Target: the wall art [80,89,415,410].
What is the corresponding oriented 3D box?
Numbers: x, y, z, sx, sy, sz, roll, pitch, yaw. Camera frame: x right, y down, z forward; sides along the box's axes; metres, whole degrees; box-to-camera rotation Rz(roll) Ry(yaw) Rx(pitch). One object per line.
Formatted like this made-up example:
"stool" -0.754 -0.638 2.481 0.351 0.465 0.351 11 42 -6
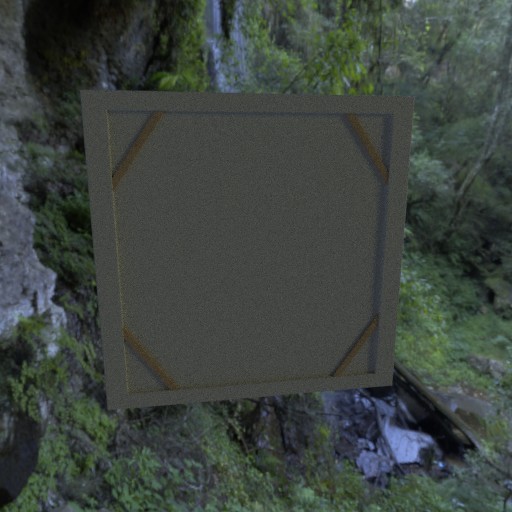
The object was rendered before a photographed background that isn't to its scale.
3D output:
"wall art" 0.000 0.000 1.580 1.092 1.091 0.051 -2 14 -9
